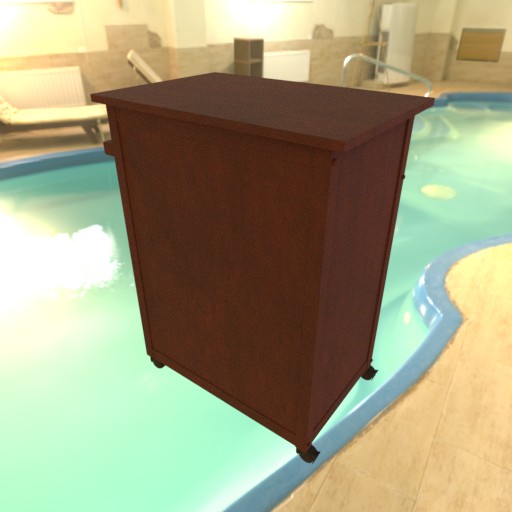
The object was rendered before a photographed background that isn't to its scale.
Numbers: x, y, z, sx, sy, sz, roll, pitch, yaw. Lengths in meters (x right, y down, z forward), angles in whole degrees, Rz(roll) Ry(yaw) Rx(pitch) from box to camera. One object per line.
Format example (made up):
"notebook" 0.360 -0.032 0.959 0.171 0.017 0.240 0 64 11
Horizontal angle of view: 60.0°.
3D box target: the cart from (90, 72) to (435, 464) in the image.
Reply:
"cart" 0.000 0.000 1.247 0.683 0.864 0.442 21 36 31
